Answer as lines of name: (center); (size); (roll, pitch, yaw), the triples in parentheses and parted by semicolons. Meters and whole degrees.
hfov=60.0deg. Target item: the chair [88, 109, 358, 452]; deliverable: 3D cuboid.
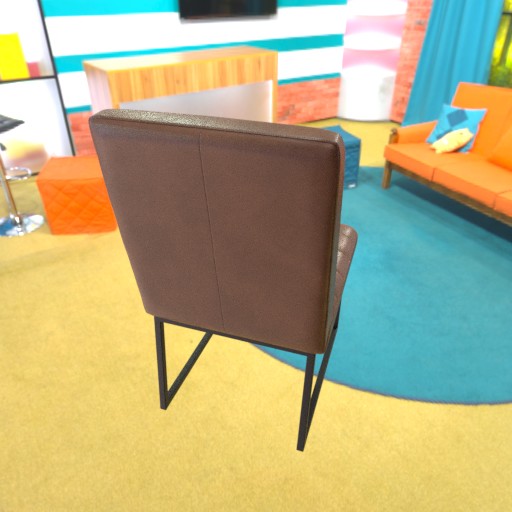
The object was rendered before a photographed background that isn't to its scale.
chair: (0.000, 0.000, 1.291); (0.520, 0.930, 0.634); (10, 34, 16)
